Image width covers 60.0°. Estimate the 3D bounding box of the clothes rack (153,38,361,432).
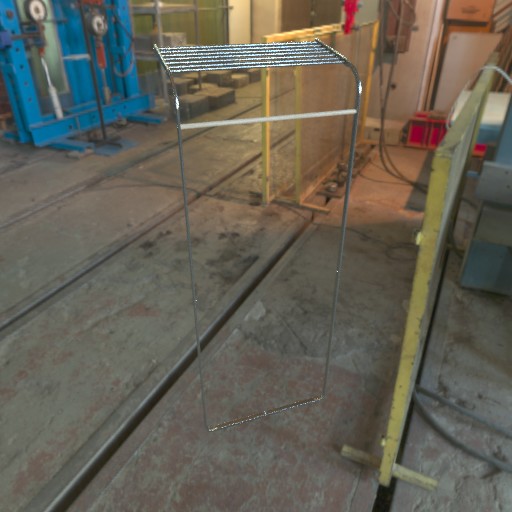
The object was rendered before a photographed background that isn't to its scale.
[{"bbox_3d":[0.000,0.000,1.832,0.609,1.574,0.349,-10,33,-16],"label":"clothes rack"}]
